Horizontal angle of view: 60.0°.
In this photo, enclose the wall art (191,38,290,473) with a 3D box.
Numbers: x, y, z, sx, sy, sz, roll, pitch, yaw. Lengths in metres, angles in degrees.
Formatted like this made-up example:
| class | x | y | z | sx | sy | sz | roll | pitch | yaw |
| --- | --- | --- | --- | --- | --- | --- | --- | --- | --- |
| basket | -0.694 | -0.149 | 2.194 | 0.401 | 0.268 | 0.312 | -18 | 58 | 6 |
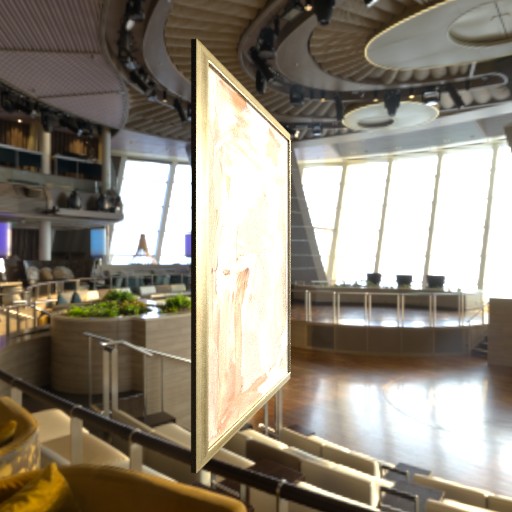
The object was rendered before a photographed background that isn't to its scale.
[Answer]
| class | x | y | z | sx | sy | sz | roll | pitch | yaw |
| --- | --- | --- | --- | --- | --- | --- | --- | --- | --- |
| wall art | 0.000 | 0.000 | 0.936 | 0.018 | 0.660 | 0.559 | 0 | 0 | 19 |
